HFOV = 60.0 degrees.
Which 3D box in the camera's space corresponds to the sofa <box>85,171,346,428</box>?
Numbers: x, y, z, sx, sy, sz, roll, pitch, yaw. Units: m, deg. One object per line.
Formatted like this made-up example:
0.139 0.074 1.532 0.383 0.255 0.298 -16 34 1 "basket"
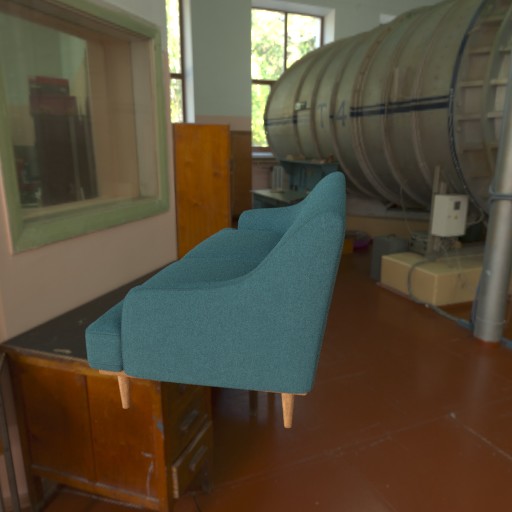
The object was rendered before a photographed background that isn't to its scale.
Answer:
0.000 0.000 2.556 0.978 0.871 2.057 3 15 11 "sofa"
